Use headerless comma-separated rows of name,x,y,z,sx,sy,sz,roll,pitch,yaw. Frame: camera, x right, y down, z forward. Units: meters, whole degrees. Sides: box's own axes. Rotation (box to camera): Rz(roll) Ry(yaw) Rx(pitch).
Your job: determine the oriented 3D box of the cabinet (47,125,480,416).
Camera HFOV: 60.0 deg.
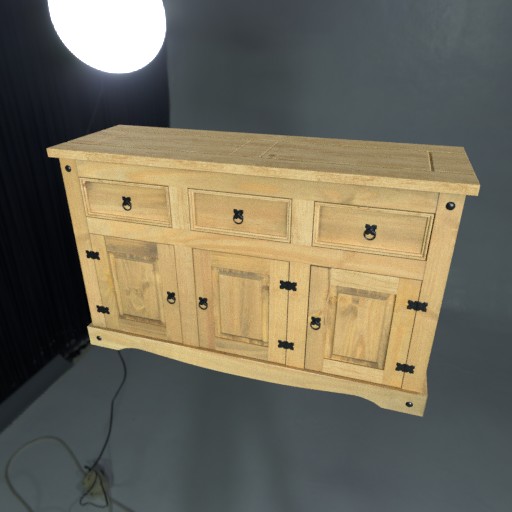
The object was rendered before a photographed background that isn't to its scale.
cabinet,0.000,0.000,1.662,1.321,0.810,0.432,8,28,15
